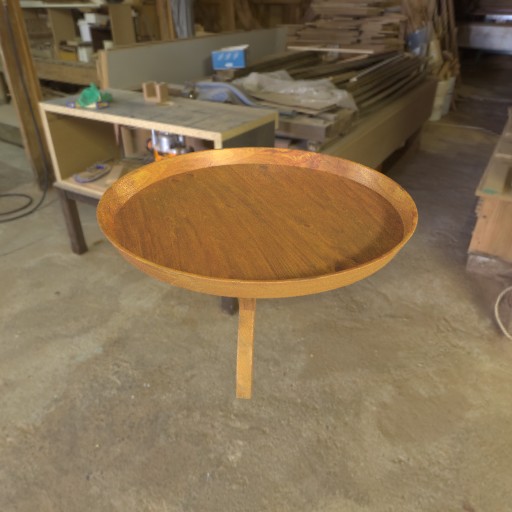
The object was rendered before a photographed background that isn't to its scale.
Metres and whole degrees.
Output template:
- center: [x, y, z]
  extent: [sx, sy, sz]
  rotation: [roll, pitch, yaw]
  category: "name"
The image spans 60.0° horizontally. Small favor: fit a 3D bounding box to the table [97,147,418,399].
- center: [0.000, 0.000, 1.577]
  extent: [1.016, 0.470, 1.016]
  rotation: [0, 32, 0]
  category: "table"
